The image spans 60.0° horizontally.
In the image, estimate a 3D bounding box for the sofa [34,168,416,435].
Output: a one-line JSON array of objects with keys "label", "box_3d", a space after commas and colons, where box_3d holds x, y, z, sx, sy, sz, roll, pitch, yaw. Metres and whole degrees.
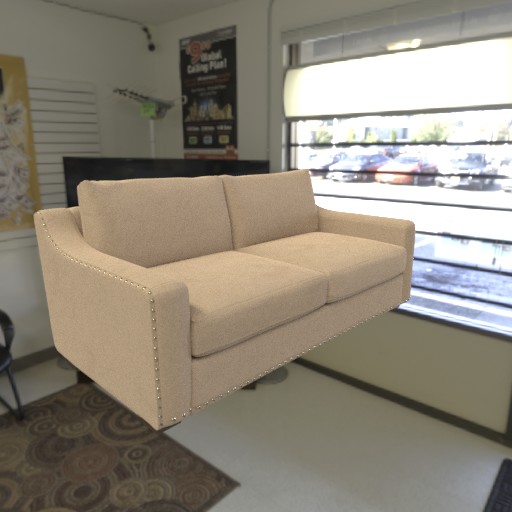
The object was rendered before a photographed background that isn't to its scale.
[{"label": "sofa", "box_3d": [0.000, 0.000, 2.494, 1.030, 0.901, 1.967, 13, 19, 43]}]
